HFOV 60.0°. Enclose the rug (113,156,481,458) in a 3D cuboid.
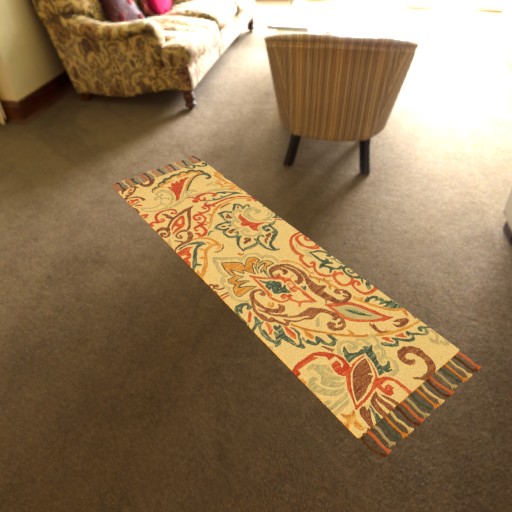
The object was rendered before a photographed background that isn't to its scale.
[{"bbox_3d":[0.000,0.000,2.821,0.763,0.015,2.682,-27,48,-27],"label":"rug"}]
